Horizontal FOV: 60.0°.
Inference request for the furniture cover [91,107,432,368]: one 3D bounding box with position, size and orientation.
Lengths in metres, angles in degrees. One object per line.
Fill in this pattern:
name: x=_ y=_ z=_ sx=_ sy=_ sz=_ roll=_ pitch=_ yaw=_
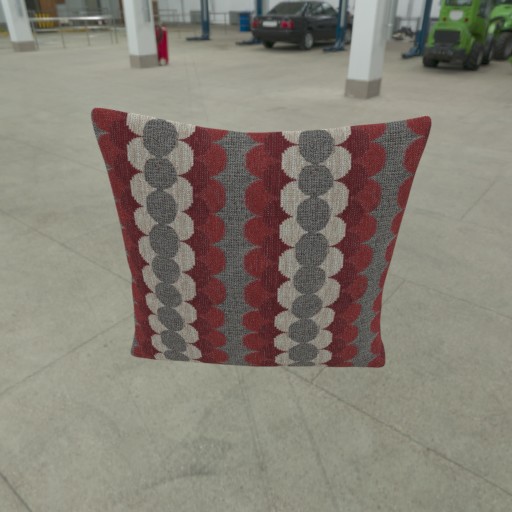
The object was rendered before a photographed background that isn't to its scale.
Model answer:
furniture cover: x=0.000 y=0.000 z=0.654 sx=0.435 sy=0.420 sz=0.145 roll=2 pitch=30 yaw=3
